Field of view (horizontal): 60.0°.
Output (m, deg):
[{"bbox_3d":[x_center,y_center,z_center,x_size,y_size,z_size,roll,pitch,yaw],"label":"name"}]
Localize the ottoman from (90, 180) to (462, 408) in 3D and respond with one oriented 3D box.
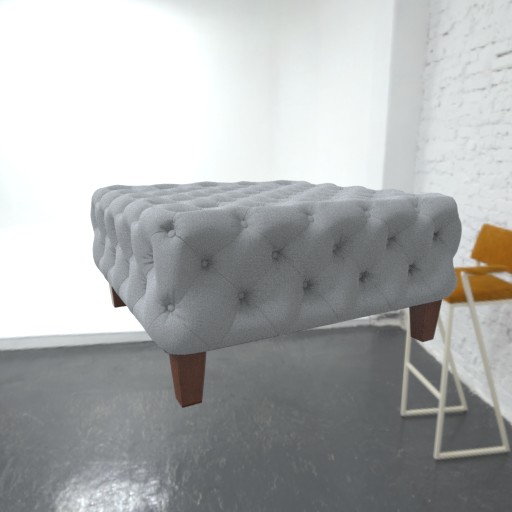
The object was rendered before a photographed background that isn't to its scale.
[{"bbox_3d":[0.000,0.000,1.198,0.758,0.365,0.764,-7,14,-27],"label":"ottoman"}]
